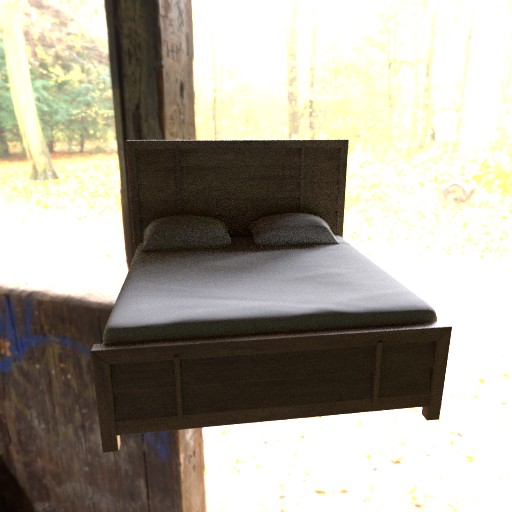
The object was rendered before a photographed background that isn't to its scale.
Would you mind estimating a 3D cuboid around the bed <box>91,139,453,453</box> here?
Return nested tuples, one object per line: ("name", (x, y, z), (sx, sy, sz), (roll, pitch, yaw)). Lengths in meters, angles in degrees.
("bed", (0.000, 0.000, 3.350), (2.032, 1.626, 2.032), (-2, 17, -8))
